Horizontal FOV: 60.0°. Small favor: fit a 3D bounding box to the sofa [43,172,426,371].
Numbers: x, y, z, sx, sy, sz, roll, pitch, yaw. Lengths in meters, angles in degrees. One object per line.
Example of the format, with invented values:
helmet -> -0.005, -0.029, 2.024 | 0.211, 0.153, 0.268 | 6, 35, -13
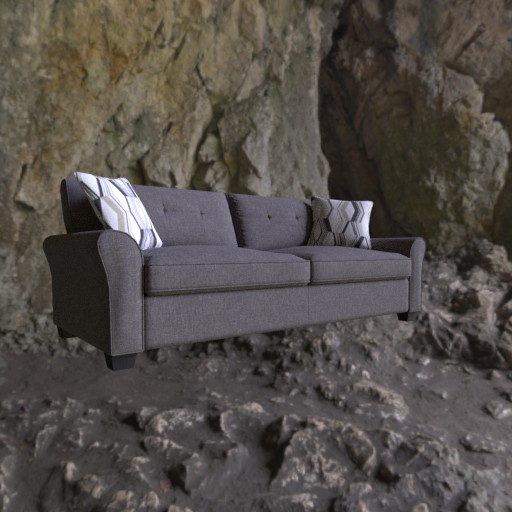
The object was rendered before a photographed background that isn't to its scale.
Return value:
sofa -> 0.000, 0.000, 2.494 | 2.032, 0.813, 0.889 | -1, 1, -37
